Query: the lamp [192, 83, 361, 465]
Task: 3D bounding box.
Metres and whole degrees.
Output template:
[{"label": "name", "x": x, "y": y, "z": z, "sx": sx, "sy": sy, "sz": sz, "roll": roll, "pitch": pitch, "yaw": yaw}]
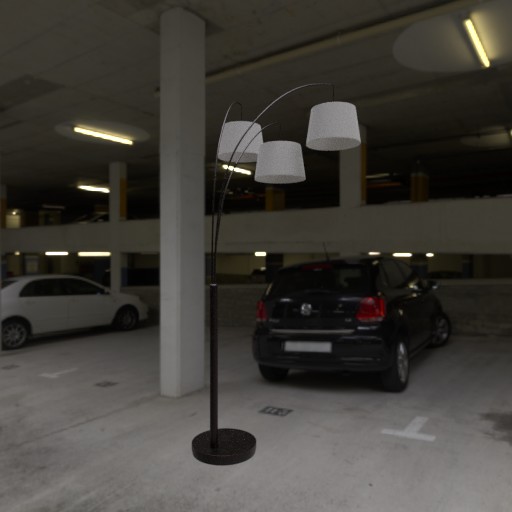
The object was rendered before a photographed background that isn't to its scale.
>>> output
[{"label": "lamp", "x": 0.000, "y": 0.000, "z": 2.472, "sx": 0.951, "sy": 1.950, "sz": 0.924, "roll": 0, "pitch": 1, "yaw": 35}]
